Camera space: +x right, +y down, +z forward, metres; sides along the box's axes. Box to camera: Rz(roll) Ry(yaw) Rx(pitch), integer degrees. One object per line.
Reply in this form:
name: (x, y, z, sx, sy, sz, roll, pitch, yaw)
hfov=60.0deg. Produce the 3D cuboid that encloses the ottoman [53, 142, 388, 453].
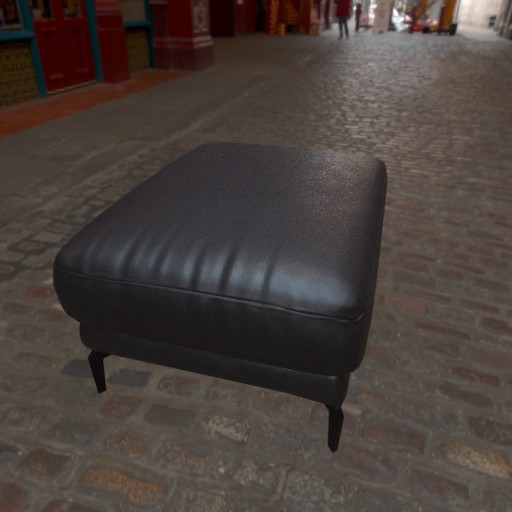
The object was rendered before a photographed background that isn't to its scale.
ottoman: (0.000, 0.000, 1.082, 0.570, 0.402, 0.764, 9, 31, 14)
